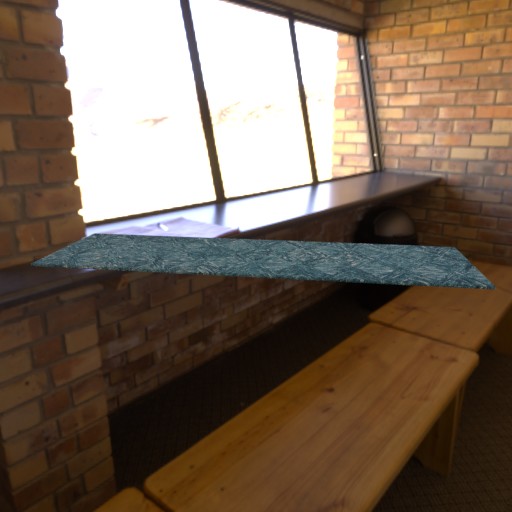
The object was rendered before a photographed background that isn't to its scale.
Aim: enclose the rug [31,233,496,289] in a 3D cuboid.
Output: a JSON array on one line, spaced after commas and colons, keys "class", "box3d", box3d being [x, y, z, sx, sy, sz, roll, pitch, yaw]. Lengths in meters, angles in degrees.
[{"class": "rug", "box3d": [0.000, 0.000, 2.475, 2.286, 0.016, 0.676, 3, 17, 8]}]
